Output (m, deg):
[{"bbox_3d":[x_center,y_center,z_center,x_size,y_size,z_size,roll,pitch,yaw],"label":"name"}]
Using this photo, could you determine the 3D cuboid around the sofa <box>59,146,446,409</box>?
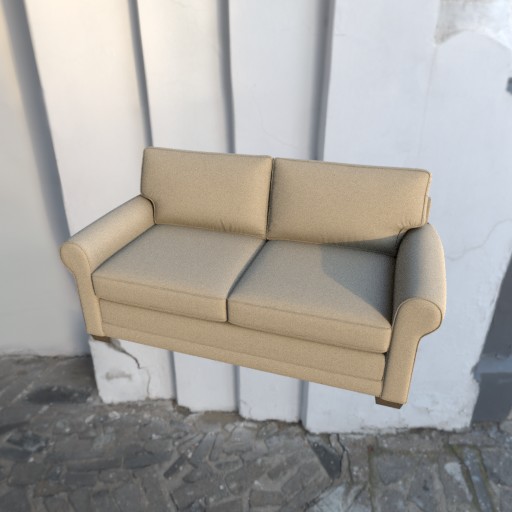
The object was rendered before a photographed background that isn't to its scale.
[{"bbox_3d":[0.000,0.000,2.444,1.930,0.952,0.940,8,28,16],"label":"sofa"}]
